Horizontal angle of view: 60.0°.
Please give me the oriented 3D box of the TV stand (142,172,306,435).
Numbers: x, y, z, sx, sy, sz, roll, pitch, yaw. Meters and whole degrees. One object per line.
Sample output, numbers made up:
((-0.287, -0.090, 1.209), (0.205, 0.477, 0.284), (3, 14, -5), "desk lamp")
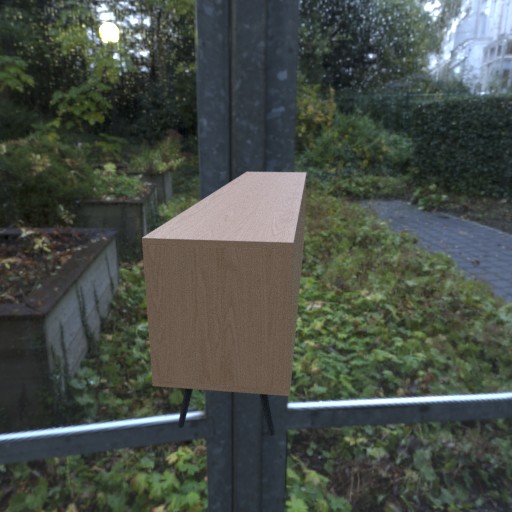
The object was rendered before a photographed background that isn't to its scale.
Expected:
((0.000, 0.000, 1.984), (0.400, 0.580, 1.760), (2, 16, 7), "TV stand")
